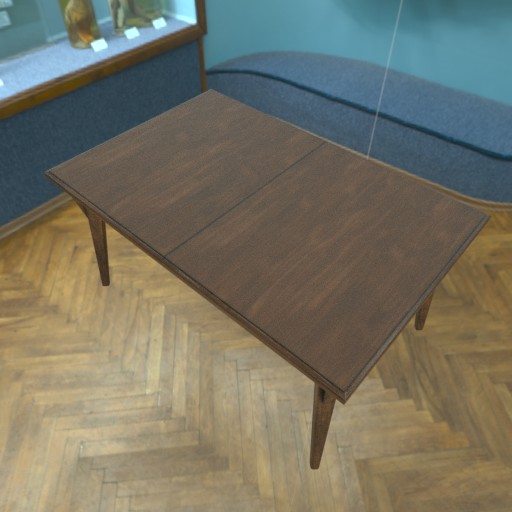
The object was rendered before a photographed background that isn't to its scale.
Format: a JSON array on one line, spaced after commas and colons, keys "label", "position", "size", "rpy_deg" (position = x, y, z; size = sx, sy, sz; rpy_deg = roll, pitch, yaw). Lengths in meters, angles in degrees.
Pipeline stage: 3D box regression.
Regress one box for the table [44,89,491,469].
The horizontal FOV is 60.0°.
[{"label": "table", "position": [0.000, 0.000, 2.059], "size": [1.524, 0.761, 0.990], "rpy_deg": [33, 55, 27]}]
